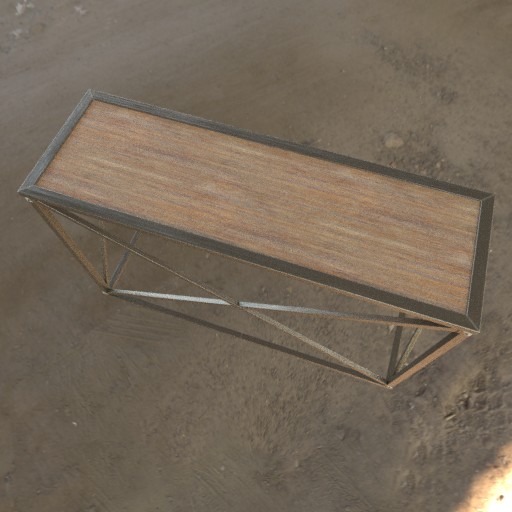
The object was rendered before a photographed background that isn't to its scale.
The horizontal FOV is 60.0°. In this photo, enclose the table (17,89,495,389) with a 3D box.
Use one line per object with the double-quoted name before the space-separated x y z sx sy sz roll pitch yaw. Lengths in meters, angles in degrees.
"table" 0.000 0.000 1.521 1.216 0.753 0.402 17 65 8
